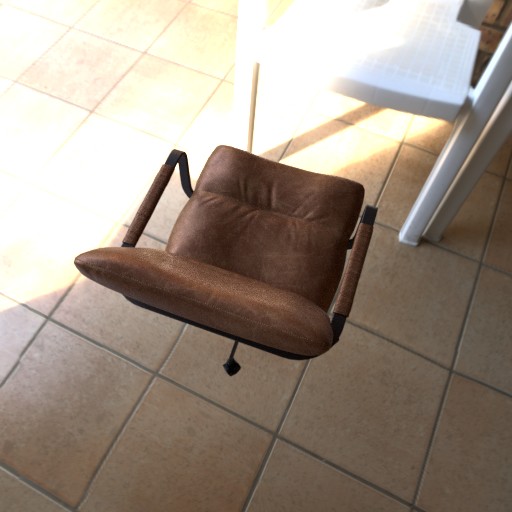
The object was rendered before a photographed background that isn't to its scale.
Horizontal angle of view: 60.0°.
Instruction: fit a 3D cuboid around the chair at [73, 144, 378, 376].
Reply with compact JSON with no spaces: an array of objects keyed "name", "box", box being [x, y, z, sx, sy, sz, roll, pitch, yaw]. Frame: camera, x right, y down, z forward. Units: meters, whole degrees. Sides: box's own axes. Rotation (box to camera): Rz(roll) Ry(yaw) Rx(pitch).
[{"name":"chair","box":[0.000,0.000,1.447,0.727,0.922,0.754,18,64,9]}]
